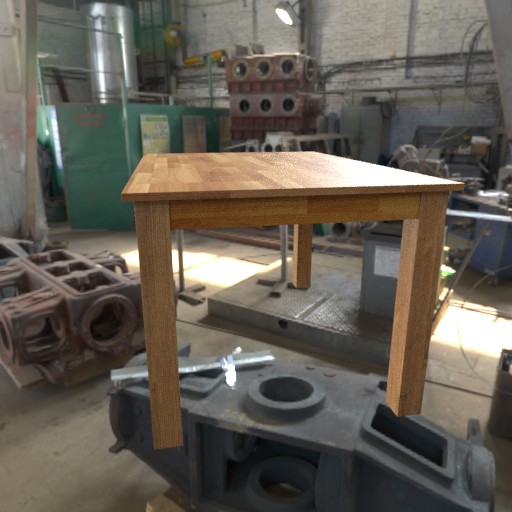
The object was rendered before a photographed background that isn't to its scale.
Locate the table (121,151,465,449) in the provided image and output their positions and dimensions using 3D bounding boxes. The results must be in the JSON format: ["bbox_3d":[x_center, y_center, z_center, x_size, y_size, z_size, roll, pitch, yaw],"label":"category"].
[{"bbox_3d":[0.000,0.000,1.840,0.900,0.750,1.300,-3,17,-11],"label":"table"}]
